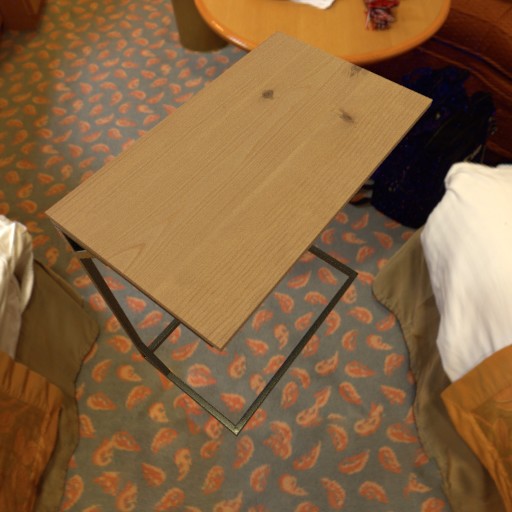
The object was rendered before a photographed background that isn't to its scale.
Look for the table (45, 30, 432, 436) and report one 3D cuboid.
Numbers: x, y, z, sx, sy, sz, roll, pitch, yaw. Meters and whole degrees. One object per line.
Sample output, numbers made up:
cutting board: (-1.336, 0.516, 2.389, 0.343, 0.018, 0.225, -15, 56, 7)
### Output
table: (0.000, 0.000, 1.027, 0.351, 0.673, 0.597, 34, 64, 19)
